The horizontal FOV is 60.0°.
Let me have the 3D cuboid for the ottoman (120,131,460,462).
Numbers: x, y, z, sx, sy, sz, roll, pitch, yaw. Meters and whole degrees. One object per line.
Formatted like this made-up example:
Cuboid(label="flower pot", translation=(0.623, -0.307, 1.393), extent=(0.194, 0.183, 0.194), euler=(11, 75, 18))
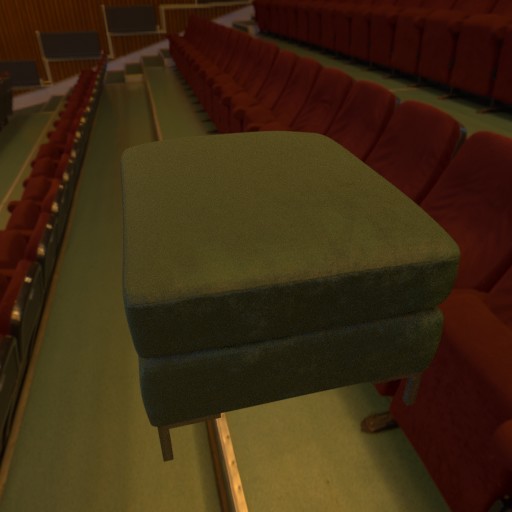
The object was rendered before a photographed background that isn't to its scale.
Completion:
Cuboid(label="ottoman", translation=(0.000, 0.000, 1.282), extent=(0.701, 0.538, 0.839), euler=(-8, 33, -12))
